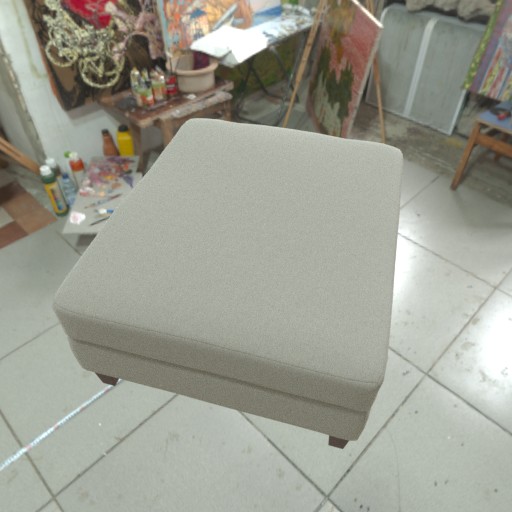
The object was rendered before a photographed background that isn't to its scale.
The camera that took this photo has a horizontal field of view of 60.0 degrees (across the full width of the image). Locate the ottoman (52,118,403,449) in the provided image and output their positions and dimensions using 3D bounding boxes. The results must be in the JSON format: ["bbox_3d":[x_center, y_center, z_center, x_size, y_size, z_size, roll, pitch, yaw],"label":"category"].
[{"bbox_3d":[0.000,0.000,1.465,0.836,0.492,0.976,11,47,11],"label":"ottoman"}]
